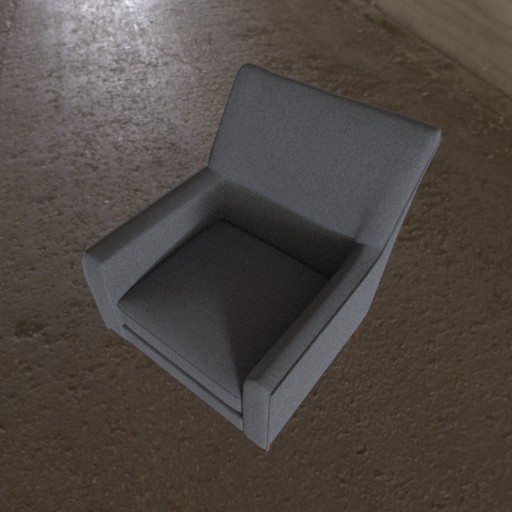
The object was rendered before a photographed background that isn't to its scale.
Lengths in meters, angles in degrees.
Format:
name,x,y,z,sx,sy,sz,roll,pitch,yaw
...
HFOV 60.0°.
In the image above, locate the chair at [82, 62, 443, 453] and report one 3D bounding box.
name,x,y,z,sx,sy,sz,roll,pitch,yaw
chair,0.000,0.000,1.587,0.780,0.919,0.899,30,54,25
